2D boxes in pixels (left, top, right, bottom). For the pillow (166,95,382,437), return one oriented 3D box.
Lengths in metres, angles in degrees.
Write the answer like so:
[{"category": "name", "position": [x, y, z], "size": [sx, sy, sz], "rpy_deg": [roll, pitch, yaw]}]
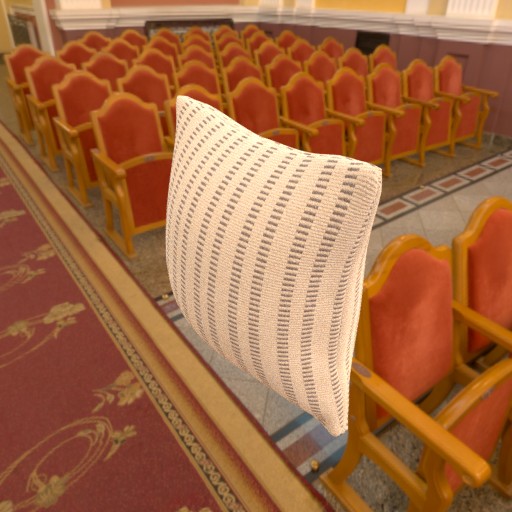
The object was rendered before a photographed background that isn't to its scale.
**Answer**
[{"category": "pillow", "position": [0.000, 0.000, 0.698], "size": [0.247, 0.419, 0.438], "rpy_deg": [-21, 37, -30]}]
